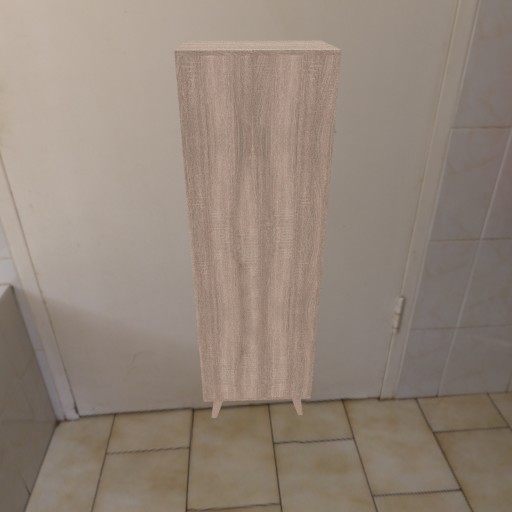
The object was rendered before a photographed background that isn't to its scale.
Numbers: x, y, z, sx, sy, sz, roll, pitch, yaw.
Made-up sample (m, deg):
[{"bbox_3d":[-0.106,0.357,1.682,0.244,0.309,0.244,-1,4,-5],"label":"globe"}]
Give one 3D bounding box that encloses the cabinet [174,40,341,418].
[{"bbox_3d":[0.000,0.000,2.145,0.570,1.850,0.400,-1,30,-2],"label":"cabinet"}]
